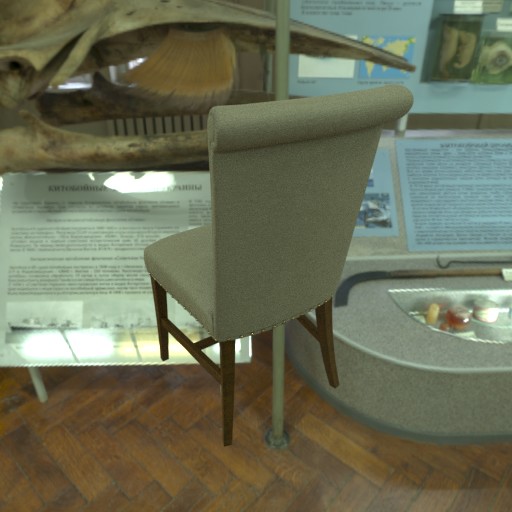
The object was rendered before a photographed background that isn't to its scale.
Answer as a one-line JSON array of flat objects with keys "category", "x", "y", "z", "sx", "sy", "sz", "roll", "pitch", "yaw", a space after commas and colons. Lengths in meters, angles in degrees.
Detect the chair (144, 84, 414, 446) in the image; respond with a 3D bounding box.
[{"category": "chair", "x": 0.000, "y": 0.000, "z": 1.324, "sx": 0.513, "sy": 0.988, "sz": 0.608, "roll": -18, "pitch": 34, "yaw": -28}]
